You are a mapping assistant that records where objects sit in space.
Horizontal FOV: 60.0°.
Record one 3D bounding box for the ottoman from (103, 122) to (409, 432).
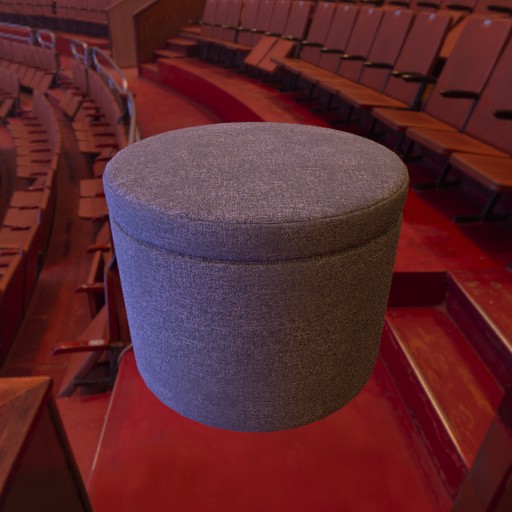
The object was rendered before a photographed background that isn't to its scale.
[{"bbox_3d":[0.000,0.000,0.843,0.500,0.419,0.500,0,30,0],"label":"ottoman"}]
